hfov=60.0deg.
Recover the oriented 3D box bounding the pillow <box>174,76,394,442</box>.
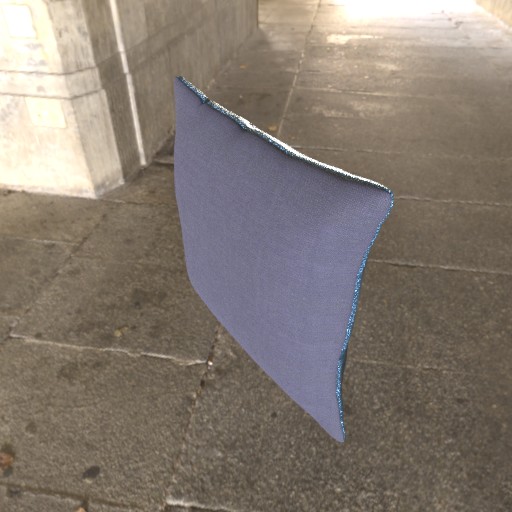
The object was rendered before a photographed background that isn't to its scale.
[{"bbox_3d":[0.000,0.000,0.663,0.138,0.430,0.436,-24,44,-27],"label":"pillow"}]
